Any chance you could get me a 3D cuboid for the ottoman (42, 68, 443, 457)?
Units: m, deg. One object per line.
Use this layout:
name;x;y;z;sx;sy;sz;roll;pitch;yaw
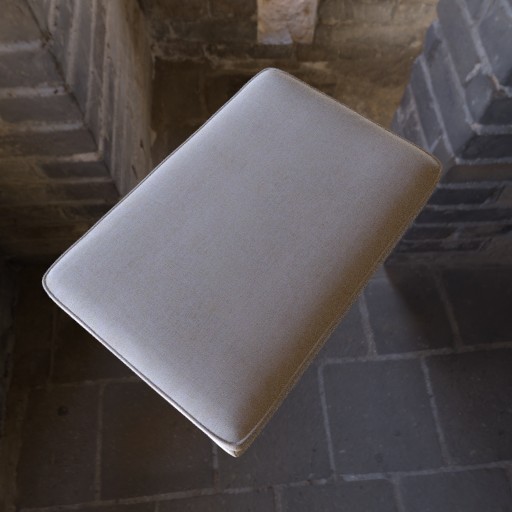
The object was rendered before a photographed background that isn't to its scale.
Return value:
ottoman;0.000;0.000;1.221;0.583;0.484;0.862;35;69;16
